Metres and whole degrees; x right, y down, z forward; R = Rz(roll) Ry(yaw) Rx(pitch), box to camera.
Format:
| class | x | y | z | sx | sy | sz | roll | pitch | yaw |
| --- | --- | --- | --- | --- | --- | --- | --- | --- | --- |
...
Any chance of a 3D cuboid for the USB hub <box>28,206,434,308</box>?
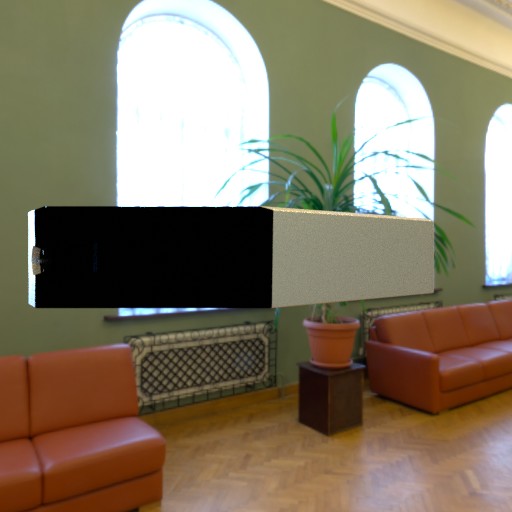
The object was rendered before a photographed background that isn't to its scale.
| class | x | y | z | sx | sy | sz | roll | pitch | yaw |
| --- | --- | --- | --- | --- | --- | --- | --- | --- | --- |
| USB hub | 0.000 | 0.000 | 0.124 | 0.110 | 0.023 | 0.044 | 0 | 1 | -36 |
